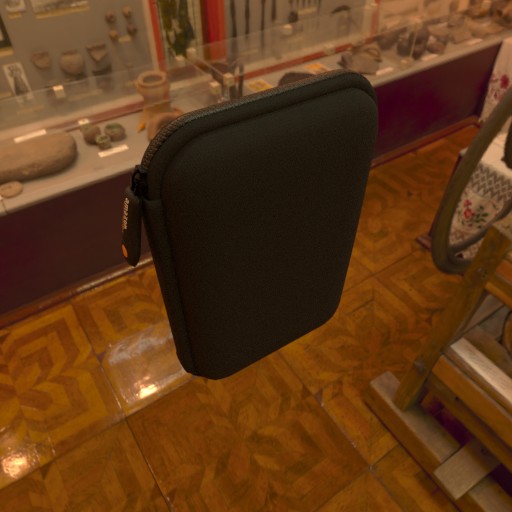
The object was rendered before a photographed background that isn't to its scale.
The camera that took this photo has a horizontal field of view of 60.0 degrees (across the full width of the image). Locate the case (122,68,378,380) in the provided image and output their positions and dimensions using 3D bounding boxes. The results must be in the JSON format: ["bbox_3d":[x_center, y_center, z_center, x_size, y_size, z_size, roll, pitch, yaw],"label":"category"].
[{"bbox_3d":[0.000,0.000,0.194,0.107,0.147,0.030,-24,51,-21],"label":"case"}]
